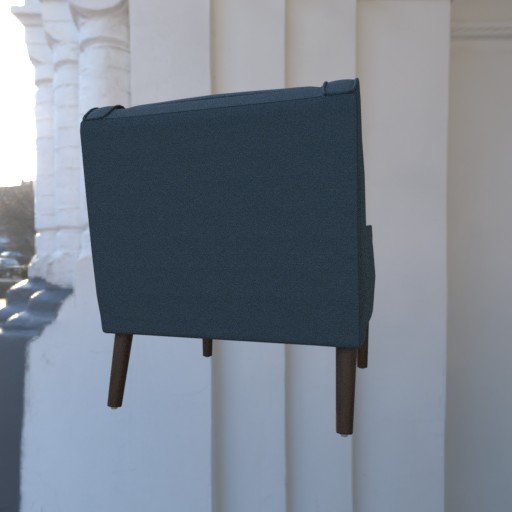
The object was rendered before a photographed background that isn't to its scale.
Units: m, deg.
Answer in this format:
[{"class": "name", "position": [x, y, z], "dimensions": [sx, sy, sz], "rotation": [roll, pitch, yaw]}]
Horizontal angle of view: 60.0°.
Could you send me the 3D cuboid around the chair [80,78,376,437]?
[{"class": "chair", "position": [0.000, 0.000, 1.305], "dimensions": [0.663, 0.780, 0.733], "rotation": [0, 0, 17]}]
